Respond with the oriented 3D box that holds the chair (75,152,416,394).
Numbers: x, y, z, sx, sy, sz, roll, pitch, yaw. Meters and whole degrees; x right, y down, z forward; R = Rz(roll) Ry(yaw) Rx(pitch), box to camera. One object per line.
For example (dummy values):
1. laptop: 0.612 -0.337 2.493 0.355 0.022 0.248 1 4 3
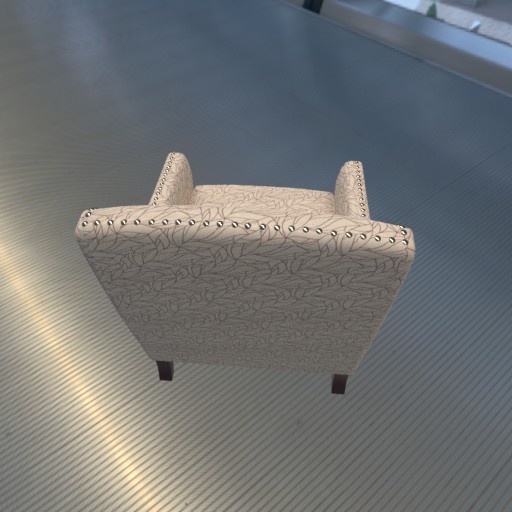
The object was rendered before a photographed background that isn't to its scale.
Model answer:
1. chair: 0.000 0.000 1.280 0.623 0.816 0.651 3 47 3
